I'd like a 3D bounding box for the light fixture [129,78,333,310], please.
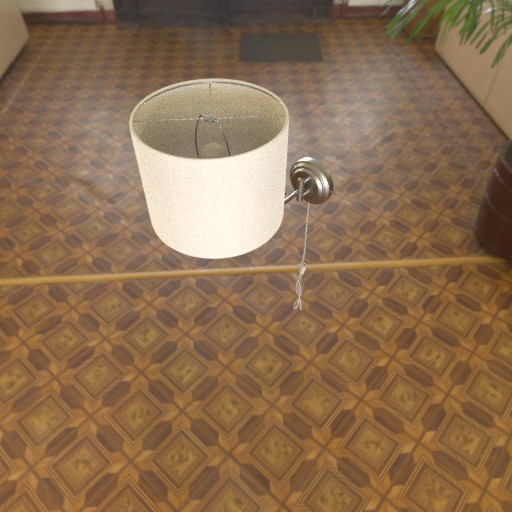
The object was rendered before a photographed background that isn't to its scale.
[{"bbox_3d":[0.000,0.000,1.071,0.253,0.842,0.479,32,55,27],"label":"light fixture"}]
